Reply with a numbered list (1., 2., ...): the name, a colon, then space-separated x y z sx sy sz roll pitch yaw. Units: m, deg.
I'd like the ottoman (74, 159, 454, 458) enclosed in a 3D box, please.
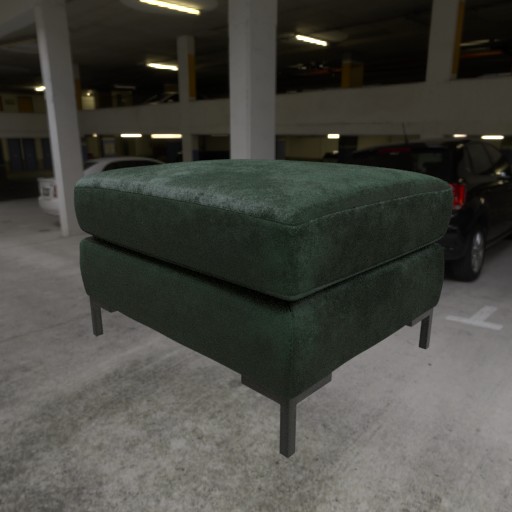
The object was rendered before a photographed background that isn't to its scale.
1. ottoman: 0.000 0.000 1.287 0.839 0.538 0.701 14 21 42
